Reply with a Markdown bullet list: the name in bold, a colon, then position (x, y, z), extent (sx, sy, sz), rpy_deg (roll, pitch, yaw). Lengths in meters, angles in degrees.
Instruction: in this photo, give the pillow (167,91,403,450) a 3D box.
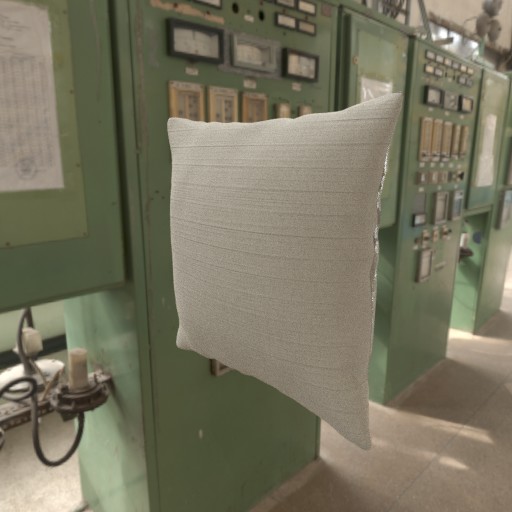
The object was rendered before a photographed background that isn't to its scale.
- **pillow**: position (0.000, 0.000, 0.719), extent (0.175, 0.464, 0.470), rpy_deg (-12, 18, -43)
